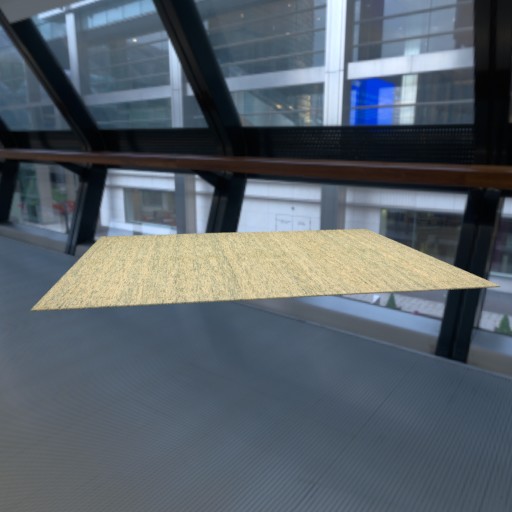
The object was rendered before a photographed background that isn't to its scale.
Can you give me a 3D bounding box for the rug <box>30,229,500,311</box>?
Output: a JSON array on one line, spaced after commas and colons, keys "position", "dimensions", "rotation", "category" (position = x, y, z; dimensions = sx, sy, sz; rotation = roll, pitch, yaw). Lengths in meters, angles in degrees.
[{"position": [0.000, 0.000, 4.139], "dimensions": [3.201, 0.014, 2.437], "rotation": [-2, 13, -9], "category": "rug"}]
